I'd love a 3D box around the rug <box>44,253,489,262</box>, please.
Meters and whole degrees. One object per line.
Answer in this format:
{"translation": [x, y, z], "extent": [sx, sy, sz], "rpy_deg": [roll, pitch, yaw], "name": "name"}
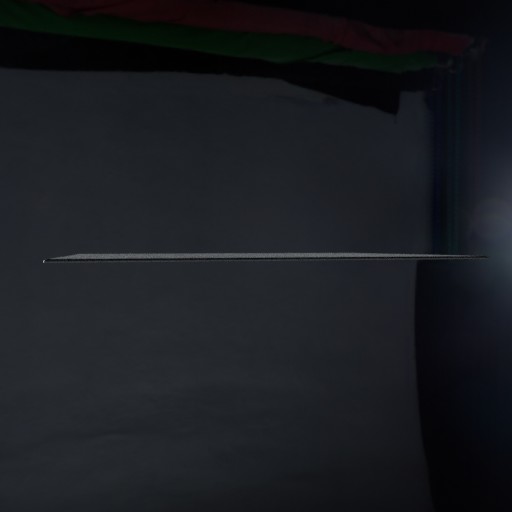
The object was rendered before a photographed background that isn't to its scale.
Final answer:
{"translation": [0.000, 0.000, 3.457], "extent": [2.746, 0.018, 1.819], "rpy_deg": [0, 1, -17], "name": "rug"}
